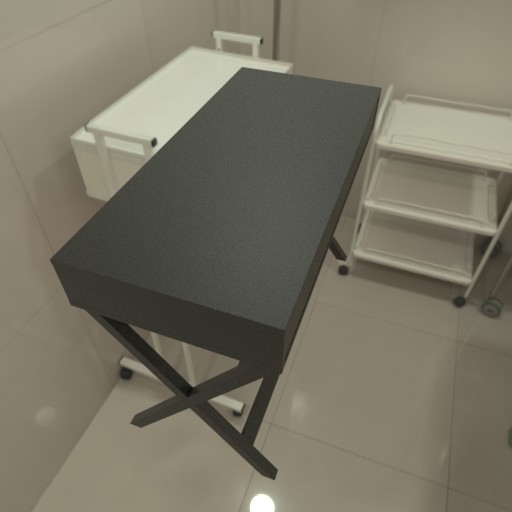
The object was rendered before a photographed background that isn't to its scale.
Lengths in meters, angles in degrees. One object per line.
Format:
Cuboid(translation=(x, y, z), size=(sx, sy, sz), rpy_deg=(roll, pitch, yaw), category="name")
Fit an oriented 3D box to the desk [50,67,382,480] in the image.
Cuboid(translation=(0.000, 0.000, 1.468), size=(0.504, 0.780, 1.057), rpy_deg=(15, 46, 14), category="desk")
